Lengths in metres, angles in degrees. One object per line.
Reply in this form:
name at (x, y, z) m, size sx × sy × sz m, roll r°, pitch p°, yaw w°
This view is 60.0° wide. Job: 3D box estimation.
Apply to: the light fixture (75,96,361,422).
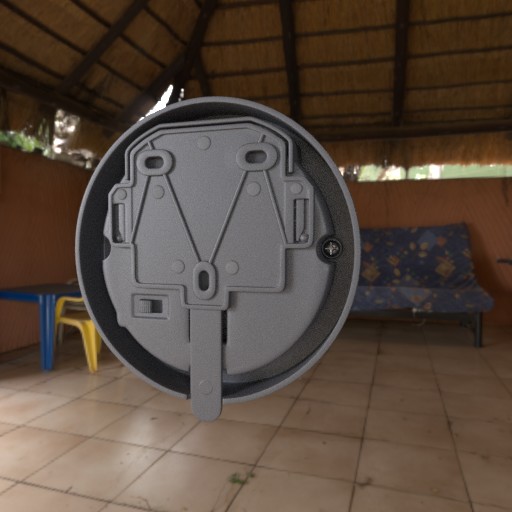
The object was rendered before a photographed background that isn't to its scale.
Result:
light fixture at (0.000, 0.000, 0.270) m, size 0.134 × 0.143 × 0.160 m, roll 1°, pitch 2°, yaw 17°
